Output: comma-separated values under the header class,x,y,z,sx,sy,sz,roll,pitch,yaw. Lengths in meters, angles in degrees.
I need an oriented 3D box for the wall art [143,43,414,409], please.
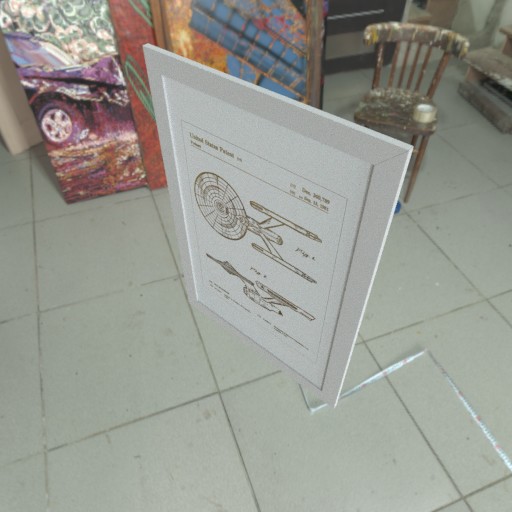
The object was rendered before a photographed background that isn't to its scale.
class,x,y,z,sx,sy,sz,roll,pitch,yaw
wall art,0.000,0.000,0.835,0.454,0.659,0.011,31,54,26
